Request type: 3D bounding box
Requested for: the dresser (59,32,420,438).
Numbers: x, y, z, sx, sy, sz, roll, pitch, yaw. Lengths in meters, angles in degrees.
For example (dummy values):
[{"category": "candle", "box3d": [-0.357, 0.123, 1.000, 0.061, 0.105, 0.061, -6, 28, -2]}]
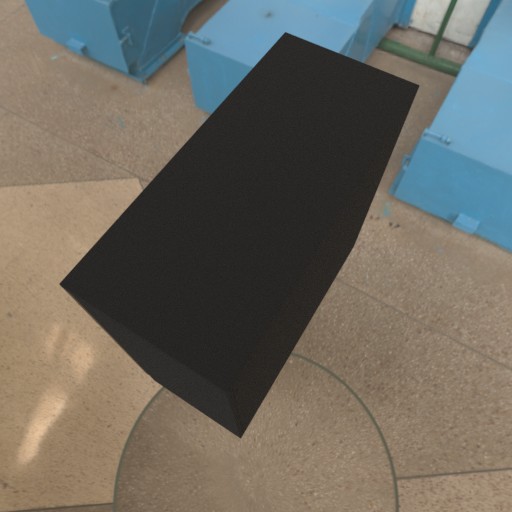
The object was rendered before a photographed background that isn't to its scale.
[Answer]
[{"category": "dresser", "box3d": [0.000, 0.000, 1.163, 0.360, 0.720, 0.750, 29, 66, 14]}]
